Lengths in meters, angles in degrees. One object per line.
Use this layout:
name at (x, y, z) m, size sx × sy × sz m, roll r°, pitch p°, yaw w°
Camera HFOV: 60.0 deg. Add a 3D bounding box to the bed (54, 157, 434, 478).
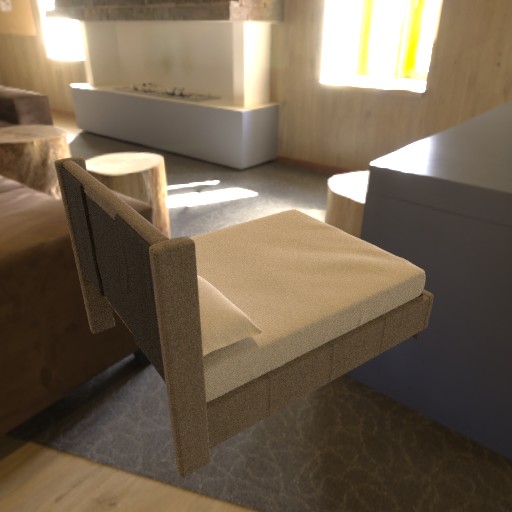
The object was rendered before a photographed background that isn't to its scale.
bed at (0.000, 0.000, 3.376) m, size 2.245 × 1.476 × 1.714 m, roll -18°, pitch 33°, yaw -31°
